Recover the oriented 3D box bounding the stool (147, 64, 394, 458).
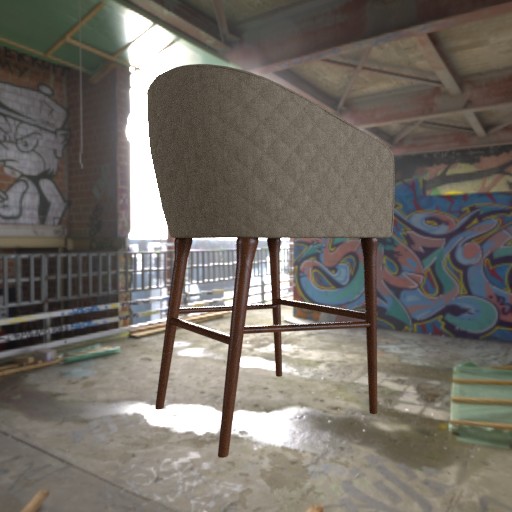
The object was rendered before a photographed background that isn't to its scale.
[{"bbox_3d":[0.000,0.000,1.350,0.635,0.952,0.559,-2,3,-36],"label":"stool"}]
